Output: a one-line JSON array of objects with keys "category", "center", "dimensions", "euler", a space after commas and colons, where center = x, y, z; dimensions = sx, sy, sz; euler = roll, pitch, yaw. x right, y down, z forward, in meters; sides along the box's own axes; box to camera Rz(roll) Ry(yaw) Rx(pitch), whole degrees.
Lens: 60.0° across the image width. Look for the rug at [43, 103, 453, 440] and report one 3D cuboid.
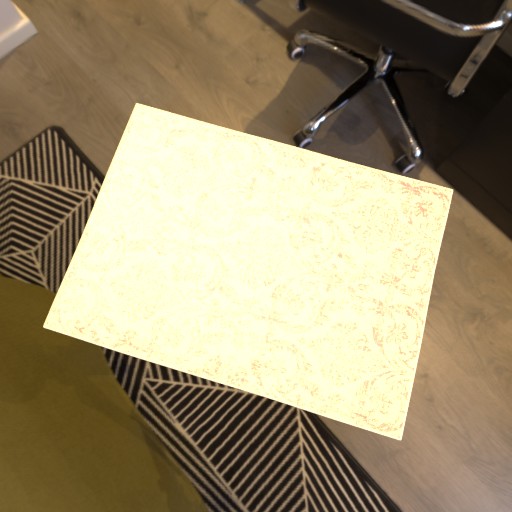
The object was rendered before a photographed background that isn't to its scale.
[{"category": "rug", "center": [0.000, 0.000, 2.780], "dimensions": [2.202, 0.014, 1.598], "euler": [16, 76, 4]}]
